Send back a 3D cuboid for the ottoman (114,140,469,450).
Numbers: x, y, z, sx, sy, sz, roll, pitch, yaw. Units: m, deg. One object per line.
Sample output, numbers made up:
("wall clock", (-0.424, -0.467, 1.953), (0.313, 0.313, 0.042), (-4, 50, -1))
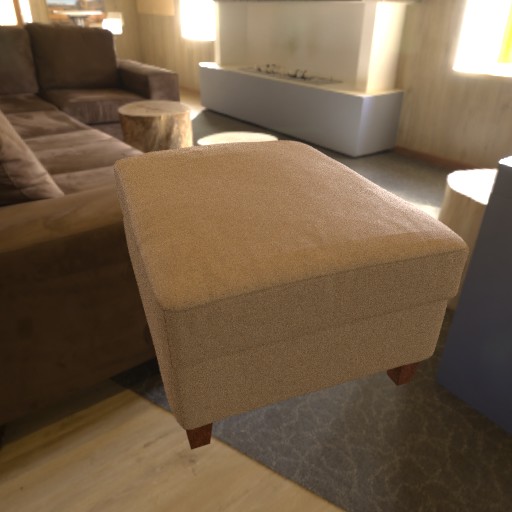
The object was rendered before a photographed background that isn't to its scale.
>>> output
("ottoman", (0.000, 0.000, 1.302), (0.692, 0.511, 0.902), (-11, 31, -18))
